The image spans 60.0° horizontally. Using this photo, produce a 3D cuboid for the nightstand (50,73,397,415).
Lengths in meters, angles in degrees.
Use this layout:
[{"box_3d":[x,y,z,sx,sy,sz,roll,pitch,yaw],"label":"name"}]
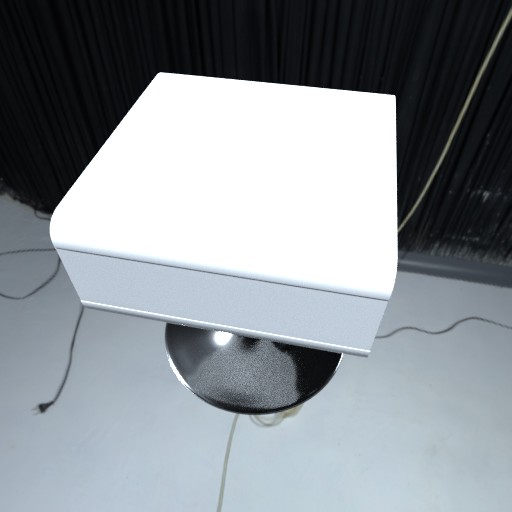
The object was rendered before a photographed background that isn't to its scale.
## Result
[{"box_3d":[0.000,0.000,0.765,0.404,0.447,0.399,9,48,8],"label":"nightstand"}]
